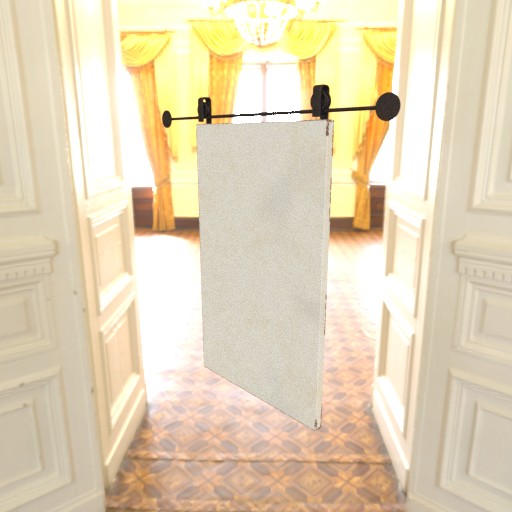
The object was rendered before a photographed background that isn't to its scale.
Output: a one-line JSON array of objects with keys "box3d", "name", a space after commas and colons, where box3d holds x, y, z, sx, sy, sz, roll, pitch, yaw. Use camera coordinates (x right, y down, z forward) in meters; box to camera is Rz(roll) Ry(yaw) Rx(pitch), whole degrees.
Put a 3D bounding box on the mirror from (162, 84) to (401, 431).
[{"box3d": [0.000, 0.000, 1.209, 0.037, 0.844, 0.808, -14, 20, -42], "name": "mirror"}]
